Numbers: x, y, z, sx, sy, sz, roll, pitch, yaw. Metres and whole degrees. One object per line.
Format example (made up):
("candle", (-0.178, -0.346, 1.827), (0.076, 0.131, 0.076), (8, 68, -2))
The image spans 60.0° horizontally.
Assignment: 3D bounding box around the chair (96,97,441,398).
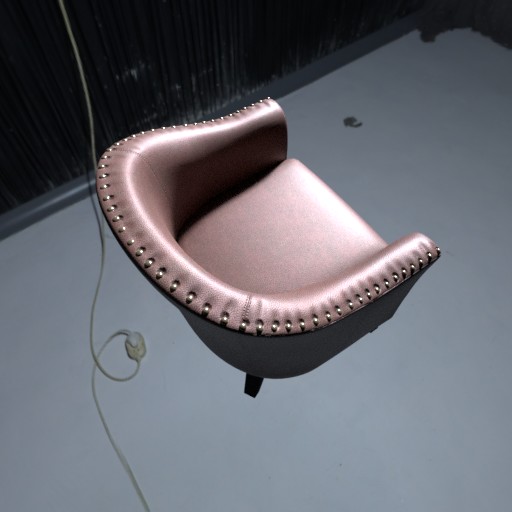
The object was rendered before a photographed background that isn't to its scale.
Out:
("chair", (0.000, 0.000, 1.435), (0.748, 0.823, 0.794), (-31, 63, -18))
